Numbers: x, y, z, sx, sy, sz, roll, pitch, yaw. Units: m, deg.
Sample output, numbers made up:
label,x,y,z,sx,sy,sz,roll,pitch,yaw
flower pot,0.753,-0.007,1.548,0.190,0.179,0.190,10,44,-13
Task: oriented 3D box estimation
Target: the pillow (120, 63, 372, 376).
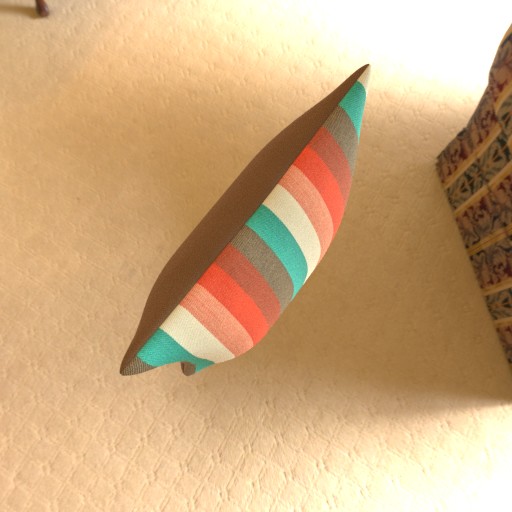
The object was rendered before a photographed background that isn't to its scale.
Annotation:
label,x,y,z,sx,sy,sz,roll,pitch,yaw
pillow,0.000,0.000,0.698,0.168,0.443,0.453,36,78,9
